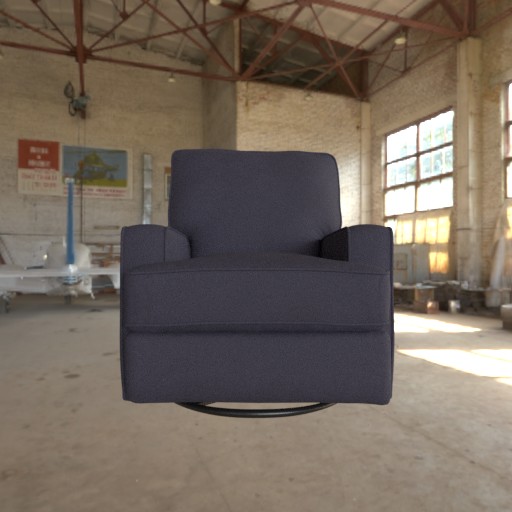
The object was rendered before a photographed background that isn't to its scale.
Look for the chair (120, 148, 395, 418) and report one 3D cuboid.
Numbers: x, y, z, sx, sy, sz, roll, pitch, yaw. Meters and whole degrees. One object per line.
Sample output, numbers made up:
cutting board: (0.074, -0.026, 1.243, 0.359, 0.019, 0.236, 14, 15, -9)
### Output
chair: (0.000, 0.000, 1.700, 0.861, 0.962, 0.964, 0, -1, -1)
